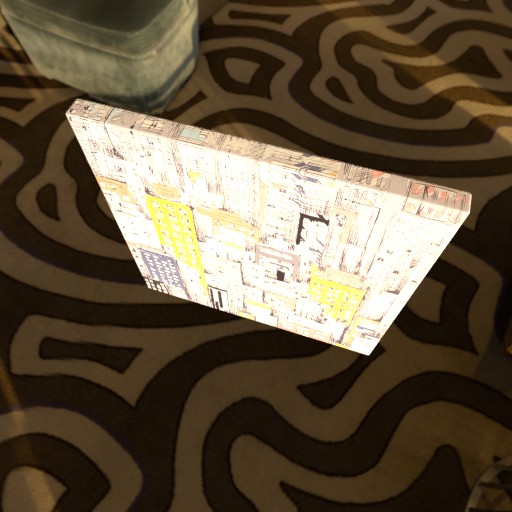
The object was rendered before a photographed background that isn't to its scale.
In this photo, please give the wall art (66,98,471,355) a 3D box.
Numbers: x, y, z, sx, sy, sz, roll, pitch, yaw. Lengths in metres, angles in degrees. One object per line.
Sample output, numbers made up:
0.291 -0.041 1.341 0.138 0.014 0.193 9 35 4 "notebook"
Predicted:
0.000 0.000 0.903 0.607 0.608 0.038 16 61 9 "wall art"
